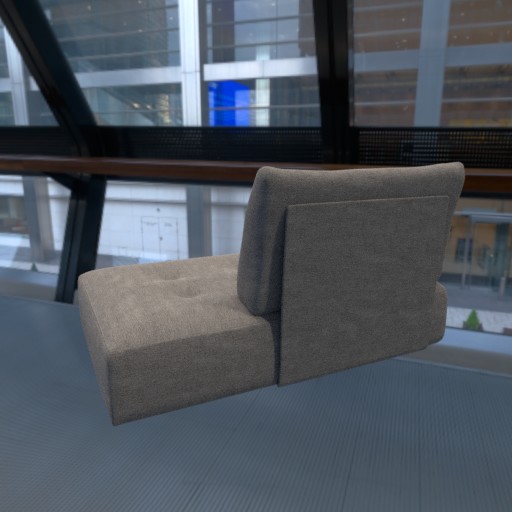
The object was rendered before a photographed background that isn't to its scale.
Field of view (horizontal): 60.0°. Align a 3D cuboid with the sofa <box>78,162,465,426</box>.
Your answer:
[{"bbox_3d":[0.000,0.000,1.965,1.450,0.820,1.002,-6,15,-26],"label":"sofa"}]
